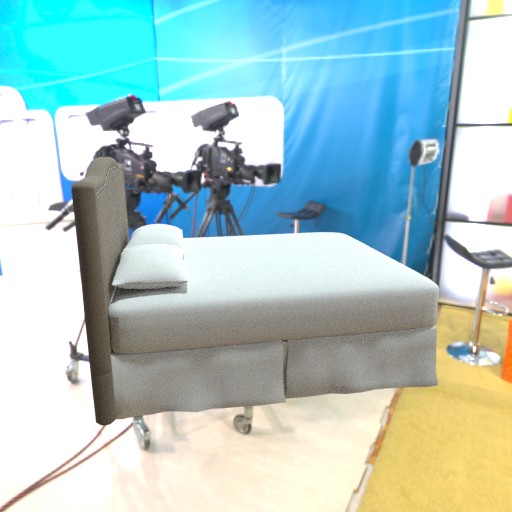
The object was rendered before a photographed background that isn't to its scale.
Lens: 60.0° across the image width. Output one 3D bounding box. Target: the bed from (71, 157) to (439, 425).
[{"bbox_3d":[0.000,0.000,3.252,2.128,1.441,1.744,-3,15,-11],"label":"bed"}]
